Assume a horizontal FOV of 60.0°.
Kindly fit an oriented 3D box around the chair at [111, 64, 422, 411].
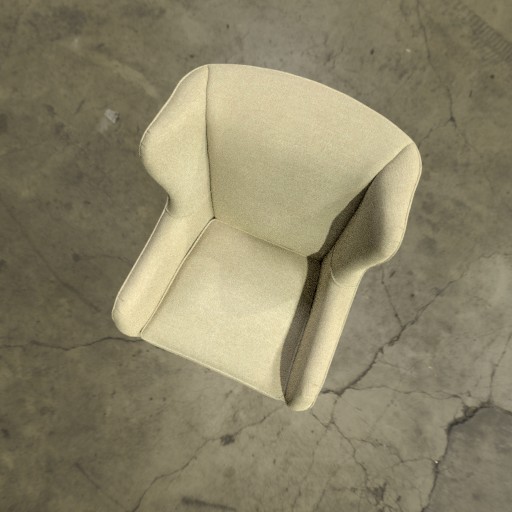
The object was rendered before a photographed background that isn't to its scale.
[{"bbox_3d":[0.000,0.000,1.762,0.838,1.040,0.966,23,77,6],"label":"chair"}]
